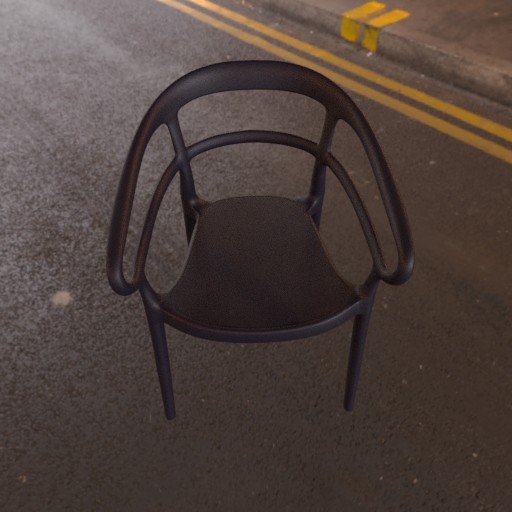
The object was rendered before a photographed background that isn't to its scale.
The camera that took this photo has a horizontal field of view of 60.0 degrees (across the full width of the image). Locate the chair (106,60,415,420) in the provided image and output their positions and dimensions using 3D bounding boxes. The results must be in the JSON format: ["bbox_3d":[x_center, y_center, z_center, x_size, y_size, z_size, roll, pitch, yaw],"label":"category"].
[{"bbox_3d":[0.000,0.000,1.116,0.559,0.761,0.527,-2,47,-2],"label":"chair"}]
